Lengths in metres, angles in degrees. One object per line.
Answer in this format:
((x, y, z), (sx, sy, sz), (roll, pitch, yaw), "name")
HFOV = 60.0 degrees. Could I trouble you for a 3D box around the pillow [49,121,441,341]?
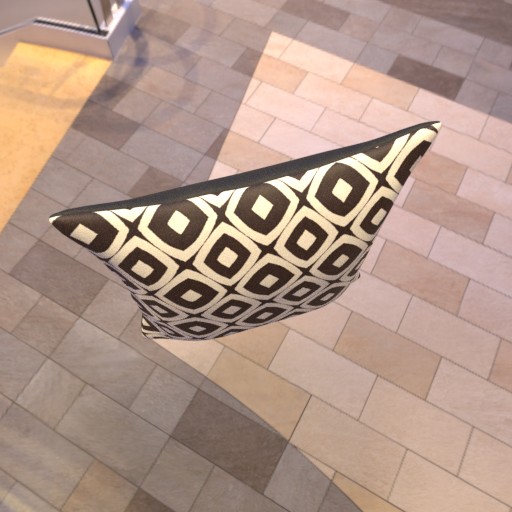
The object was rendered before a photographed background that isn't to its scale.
((0.000, 0.000, 0.765), (0.504, 0.494, 0.188), (-15, 65, -7), "pillow")
